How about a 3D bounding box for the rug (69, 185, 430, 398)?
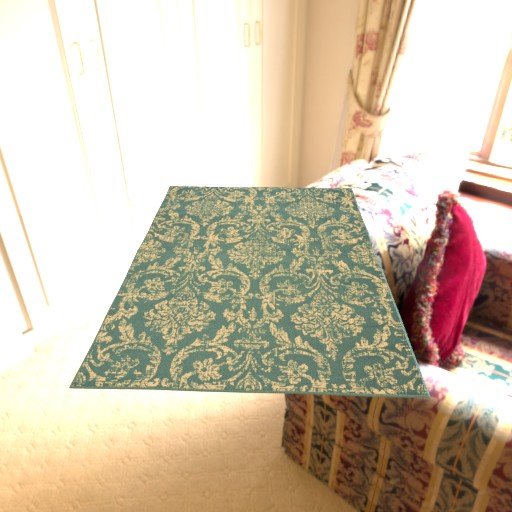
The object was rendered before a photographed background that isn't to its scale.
[{"bbox_3d":[0.000,0.000,2.833,1.554,0.012,2.205,1,32,2],"label":"rug"}]
